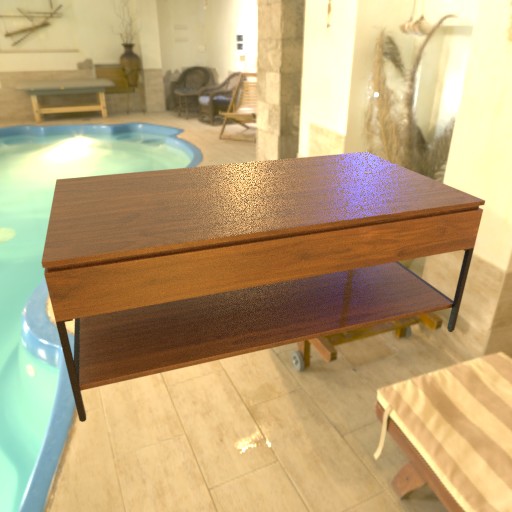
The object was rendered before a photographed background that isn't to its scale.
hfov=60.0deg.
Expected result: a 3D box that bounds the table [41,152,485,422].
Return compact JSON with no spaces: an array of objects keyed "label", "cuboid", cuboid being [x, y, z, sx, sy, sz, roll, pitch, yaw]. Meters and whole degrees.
[{"label":"table","cuboid":[0.000,0.000,1.324,1.057,0.414,0.574,-9,28,-17]}]
